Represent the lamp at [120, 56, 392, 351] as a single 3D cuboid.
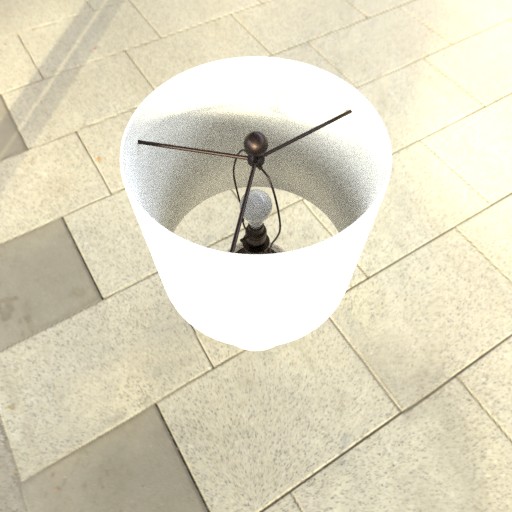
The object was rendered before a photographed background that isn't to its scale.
[{"bbox_3d":[0.000,0.000,0.771,0.328,0.570,0.328,0,60,0],"label":"lamp"}]
